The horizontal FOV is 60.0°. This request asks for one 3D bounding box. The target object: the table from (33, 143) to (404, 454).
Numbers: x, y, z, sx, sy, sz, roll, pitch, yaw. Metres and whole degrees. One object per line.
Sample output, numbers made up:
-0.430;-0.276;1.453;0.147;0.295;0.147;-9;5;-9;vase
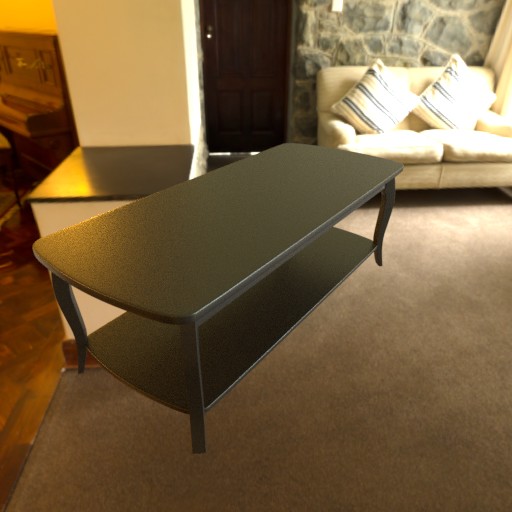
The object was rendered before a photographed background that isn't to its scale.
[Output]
0.000;0.000;1.569;0.571;0.457;1.333;19;34;31;table
